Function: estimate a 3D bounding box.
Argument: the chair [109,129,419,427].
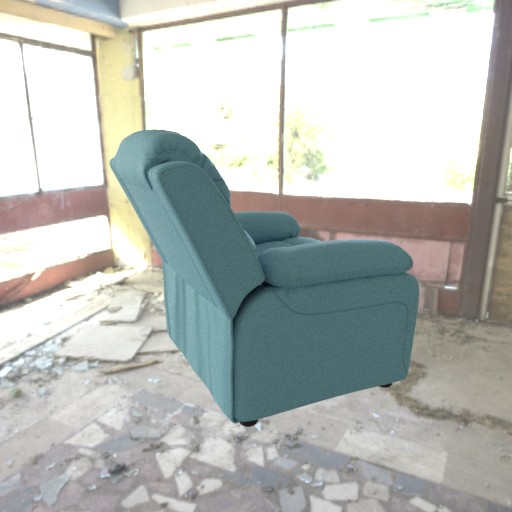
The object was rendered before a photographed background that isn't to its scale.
[{"bbox_3d":[0.000,0.000,1.290,0.709,0.702,0.680,-7,16,-25],"label":"chair"}]
